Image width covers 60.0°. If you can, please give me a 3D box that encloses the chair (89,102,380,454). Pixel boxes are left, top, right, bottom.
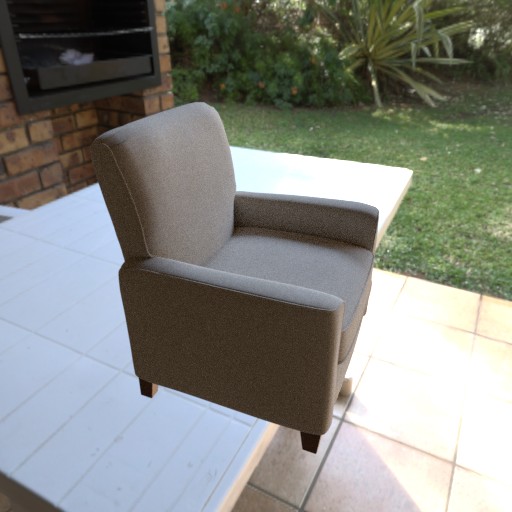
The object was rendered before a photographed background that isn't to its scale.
[{"bbox_3d":[0.000,0.000,1.708,0.859,1.023,0.845,11,31,19],"label":"chair"}]
